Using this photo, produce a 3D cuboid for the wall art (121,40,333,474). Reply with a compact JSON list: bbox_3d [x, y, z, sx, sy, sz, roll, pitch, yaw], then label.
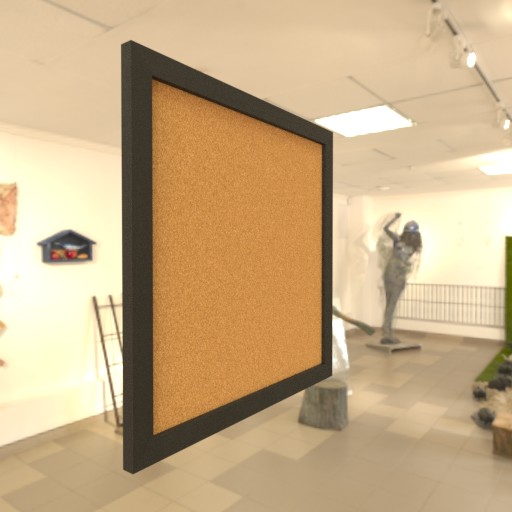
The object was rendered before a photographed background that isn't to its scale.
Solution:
[{"bbox_3d":[0.000,0.000,1.453,0.038,1.016,1.016,1,1,37],"label":"wall art"}]
